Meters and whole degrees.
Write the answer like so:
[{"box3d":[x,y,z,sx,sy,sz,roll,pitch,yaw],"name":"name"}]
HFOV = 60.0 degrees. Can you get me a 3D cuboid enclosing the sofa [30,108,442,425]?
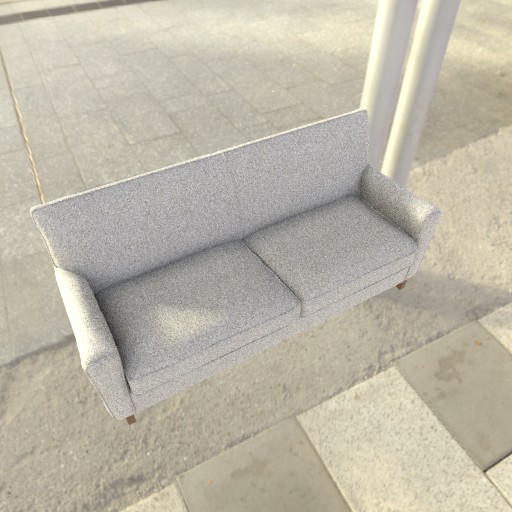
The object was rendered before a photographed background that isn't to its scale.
[{"box3d":[0.000,0.000,2.487,2.026,0.942,0.854,-22,49,-20],"name":"sofa"}]
